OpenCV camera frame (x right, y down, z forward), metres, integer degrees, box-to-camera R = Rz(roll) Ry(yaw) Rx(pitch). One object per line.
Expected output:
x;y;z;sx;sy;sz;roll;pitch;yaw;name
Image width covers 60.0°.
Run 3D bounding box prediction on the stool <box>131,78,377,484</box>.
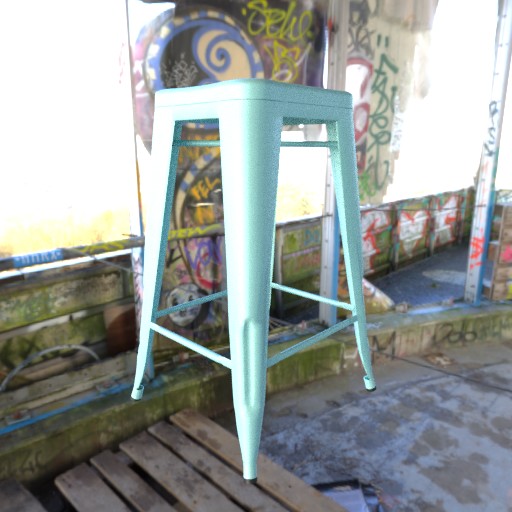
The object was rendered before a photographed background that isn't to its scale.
0.000;0.000;0.871;0.359;0.609;0.399;13;19;42;stool
